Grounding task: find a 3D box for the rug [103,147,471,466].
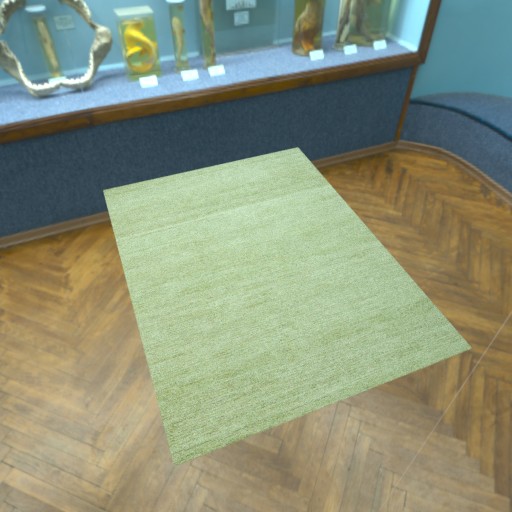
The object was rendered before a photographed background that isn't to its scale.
[{"bbox_3d":[0.000,0.000,4.255,2.425,0.016,3.198,-16,47,-15],"label":"rug"}]
